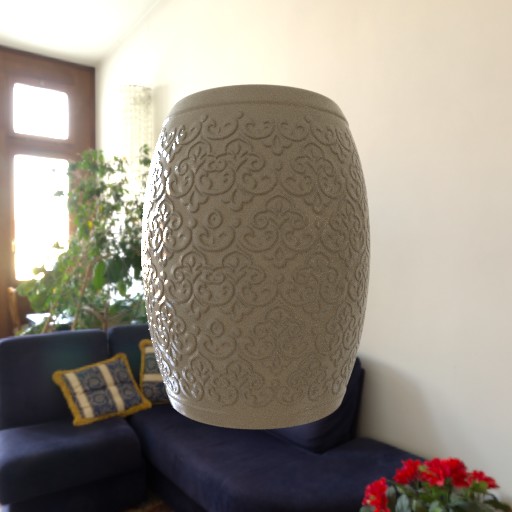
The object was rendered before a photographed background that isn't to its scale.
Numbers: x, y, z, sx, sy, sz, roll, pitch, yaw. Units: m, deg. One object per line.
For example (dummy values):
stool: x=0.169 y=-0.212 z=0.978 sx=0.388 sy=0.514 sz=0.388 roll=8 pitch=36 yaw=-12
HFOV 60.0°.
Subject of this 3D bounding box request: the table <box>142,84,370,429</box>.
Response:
table: x=0.000 y=0.000 z=0.619 sx=0.309 sy=0.397 sz=0.309 roll=0 pitch=1 yaw=0
